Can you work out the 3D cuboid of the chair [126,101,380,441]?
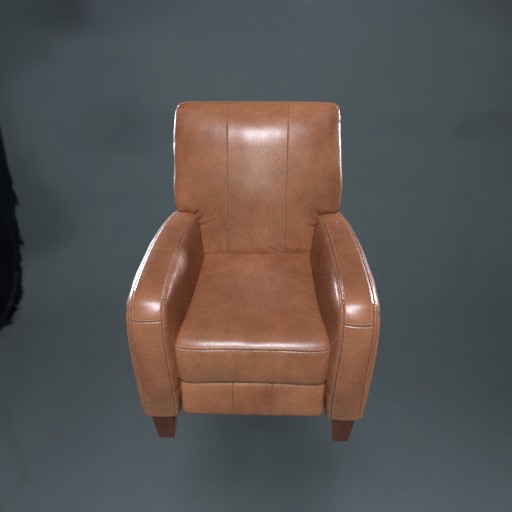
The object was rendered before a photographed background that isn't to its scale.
[{"bbox_3d":[0.000,0.000,1.675,0.762,0.990,0.990,1,30,1],"label":"chair"}]
